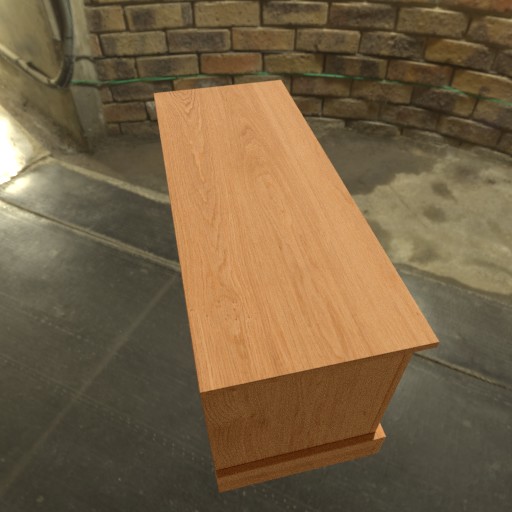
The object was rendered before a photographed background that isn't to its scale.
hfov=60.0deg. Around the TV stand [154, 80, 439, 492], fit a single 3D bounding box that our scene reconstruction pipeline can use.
[{"bbox_3d":[0.000,0.000,1.323,0.440,0.550,1.080,-10,47,-9],"label":"TV stand"}]
